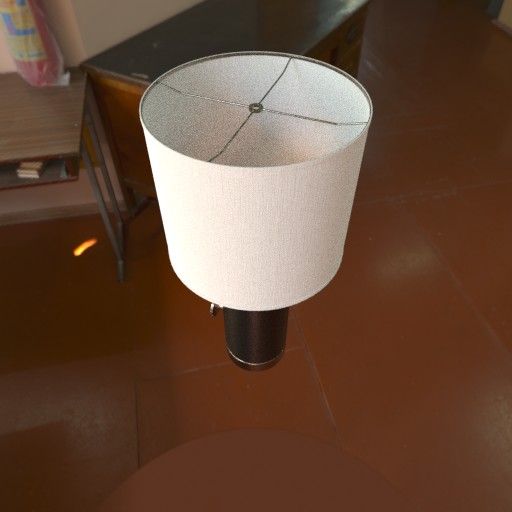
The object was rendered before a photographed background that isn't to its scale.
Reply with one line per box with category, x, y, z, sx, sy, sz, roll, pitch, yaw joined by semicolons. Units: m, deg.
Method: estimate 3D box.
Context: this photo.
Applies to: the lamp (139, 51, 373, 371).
lamp;0.000;0.000;0.640;0.240;0.482;0.241;16;49;14
